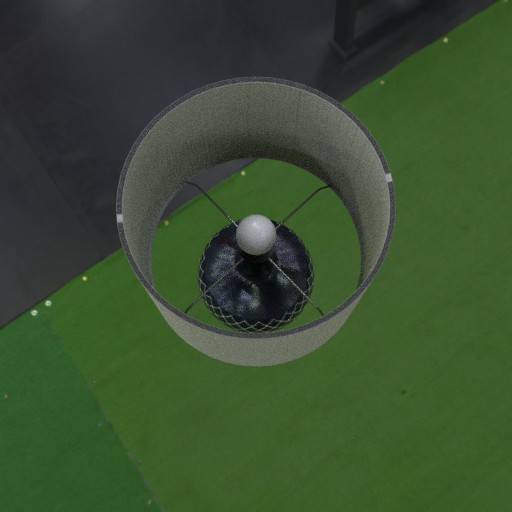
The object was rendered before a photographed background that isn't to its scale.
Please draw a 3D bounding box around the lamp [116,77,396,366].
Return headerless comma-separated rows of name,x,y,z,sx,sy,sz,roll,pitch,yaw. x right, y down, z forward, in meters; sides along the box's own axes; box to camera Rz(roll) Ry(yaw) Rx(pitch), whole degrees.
lamp,0.000,0.000,0.776,0.376,0.540,0.376,0,75,0
